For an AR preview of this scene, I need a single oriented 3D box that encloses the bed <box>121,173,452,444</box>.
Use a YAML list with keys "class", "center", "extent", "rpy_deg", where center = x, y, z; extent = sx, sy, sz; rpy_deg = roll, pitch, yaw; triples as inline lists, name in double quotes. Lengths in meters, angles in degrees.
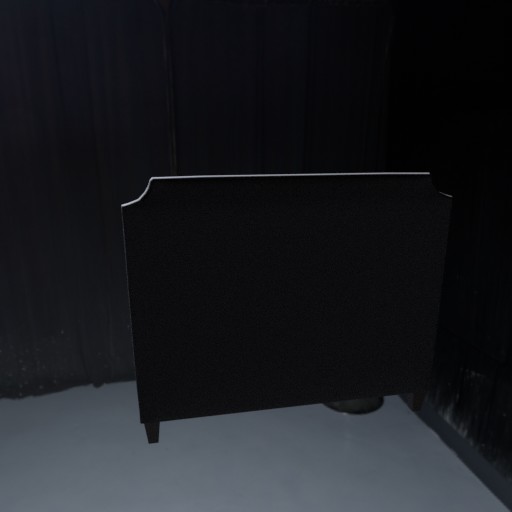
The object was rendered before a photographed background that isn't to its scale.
- class: "bed"
  center: [0.000, 0.000, 3.452]
  extent: [1.713, 1.443, 2.372]
  rpy_deg: [-3, 16, -10]
